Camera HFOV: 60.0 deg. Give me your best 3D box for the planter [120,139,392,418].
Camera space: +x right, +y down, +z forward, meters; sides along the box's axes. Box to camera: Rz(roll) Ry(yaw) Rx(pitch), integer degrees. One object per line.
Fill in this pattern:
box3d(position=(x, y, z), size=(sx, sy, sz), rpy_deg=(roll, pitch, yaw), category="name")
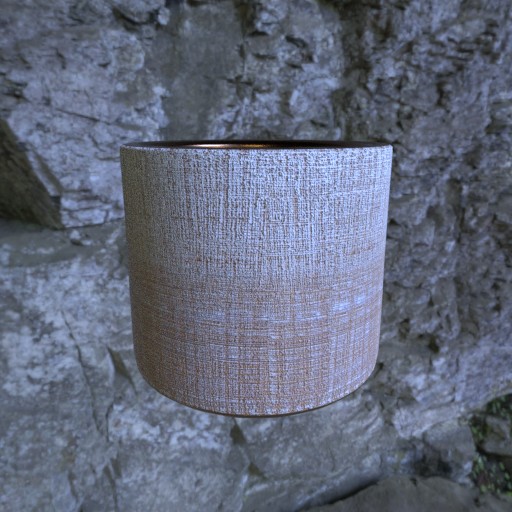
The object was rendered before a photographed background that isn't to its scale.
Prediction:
box3d(position=(0.000, 0.000, 0.193), size=(0.109, 0.096, 0.109), rpy_deg=(0, 16, 0), category="planter")
